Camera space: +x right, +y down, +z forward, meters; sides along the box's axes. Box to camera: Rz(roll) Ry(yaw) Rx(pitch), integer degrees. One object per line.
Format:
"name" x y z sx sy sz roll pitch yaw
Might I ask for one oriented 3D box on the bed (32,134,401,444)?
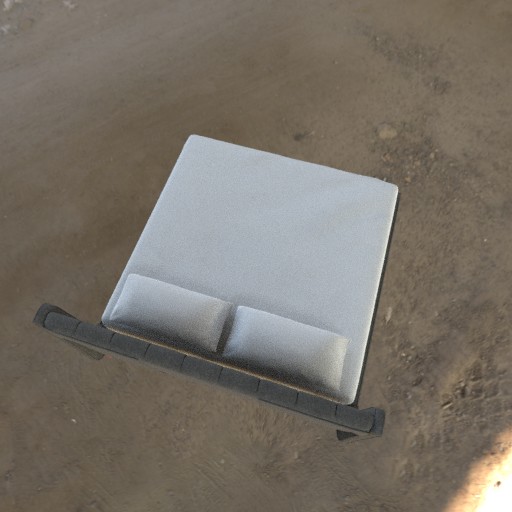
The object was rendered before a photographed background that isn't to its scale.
"bed" 0.000 0.000 2.566 1.531 0.933 1.638 16 65 7
